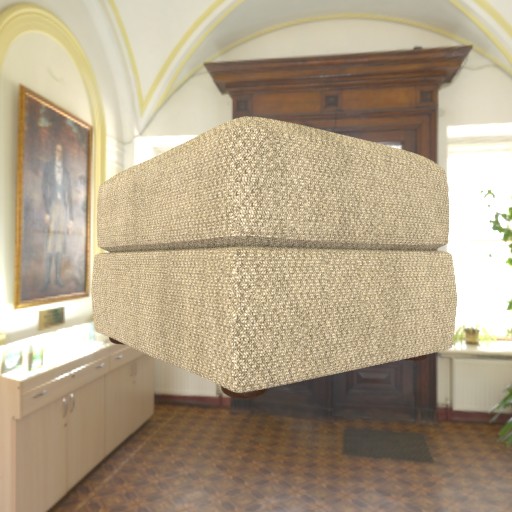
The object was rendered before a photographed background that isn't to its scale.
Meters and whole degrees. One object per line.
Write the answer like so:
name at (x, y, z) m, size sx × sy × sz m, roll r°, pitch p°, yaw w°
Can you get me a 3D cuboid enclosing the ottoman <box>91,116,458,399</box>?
ottoman at (0.000, 0.000, 1.105) m, size 0.603 × 0.476 × 0.751 m, roll 0°, pitch -1°, yaw -36°
